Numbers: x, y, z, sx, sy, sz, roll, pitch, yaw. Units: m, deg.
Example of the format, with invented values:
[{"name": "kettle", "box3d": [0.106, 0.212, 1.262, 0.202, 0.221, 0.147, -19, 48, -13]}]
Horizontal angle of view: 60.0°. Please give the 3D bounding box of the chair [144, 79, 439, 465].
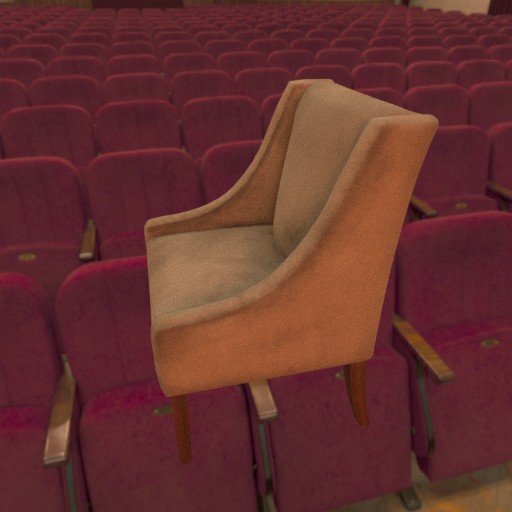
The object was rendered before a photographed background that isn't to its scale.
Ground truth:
[{"name": "chair", "box3d": [0.000, 0.000, 1.297, 0.629, 0.895, 0.629, -7, 30, -12]}]
